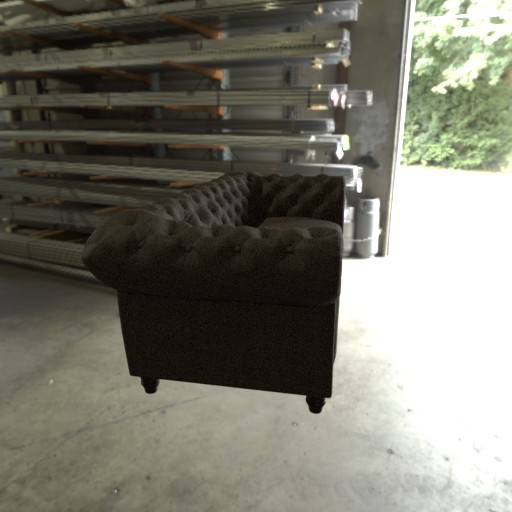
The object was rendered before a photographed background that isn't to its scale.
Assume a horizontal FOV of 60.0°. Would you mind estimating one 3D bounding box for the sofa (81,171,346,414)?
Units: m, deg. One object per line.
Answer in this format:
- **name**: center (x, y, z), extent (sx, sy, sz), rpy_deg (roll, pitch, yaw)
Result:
- **sofa**: center (0.000, 0.000, 2.462), extent (0.944, 0.780, 2.048), rpy_deg (3, 16, 11)
